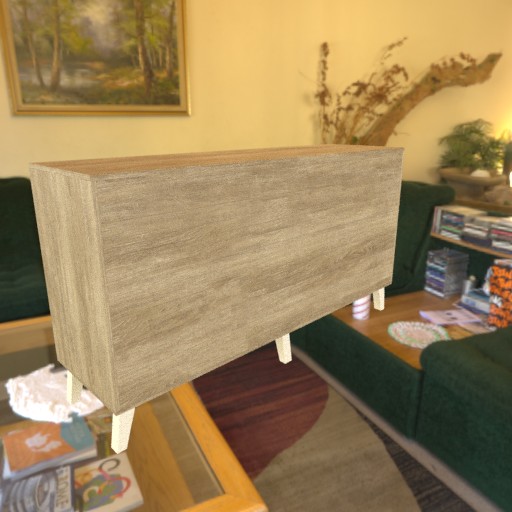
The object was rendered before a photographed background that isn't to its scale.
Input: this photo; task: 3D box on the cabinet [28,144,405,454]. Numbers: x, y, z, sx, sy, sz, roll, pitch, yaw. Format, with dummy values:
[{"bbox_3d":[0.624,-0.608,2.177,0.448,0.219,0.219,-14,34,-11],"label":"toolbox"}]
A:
[{"bbox_3d":[0.000,0.000,1.928,1.600,0.870,0.450,-16,23,-42],"label":"cabinet"}]
